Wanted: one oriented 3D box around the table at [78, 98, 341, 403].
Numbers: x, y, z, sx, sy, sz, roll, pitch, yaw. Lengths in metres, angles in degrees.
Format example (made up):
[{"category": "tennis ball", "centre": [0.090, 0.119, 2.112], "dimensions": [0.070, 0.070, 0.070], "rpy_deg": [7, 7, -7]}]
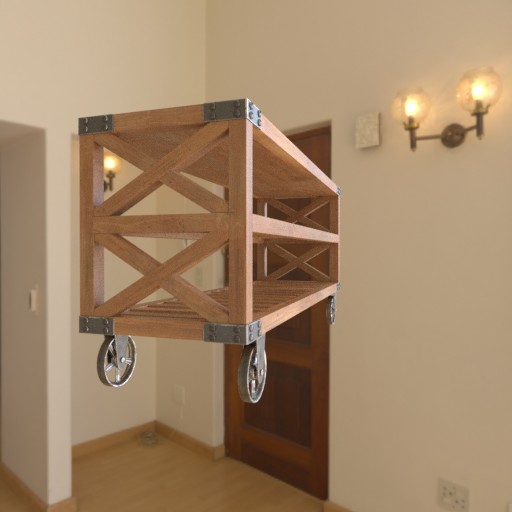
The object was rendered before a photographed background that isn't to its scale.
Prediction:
[{"category": "table", "centre": [0.000, 0.000, 1.750], "dimensions": [0.467, 0.711, 1.487], "rpy_deg": [0, 1, 19]}]
